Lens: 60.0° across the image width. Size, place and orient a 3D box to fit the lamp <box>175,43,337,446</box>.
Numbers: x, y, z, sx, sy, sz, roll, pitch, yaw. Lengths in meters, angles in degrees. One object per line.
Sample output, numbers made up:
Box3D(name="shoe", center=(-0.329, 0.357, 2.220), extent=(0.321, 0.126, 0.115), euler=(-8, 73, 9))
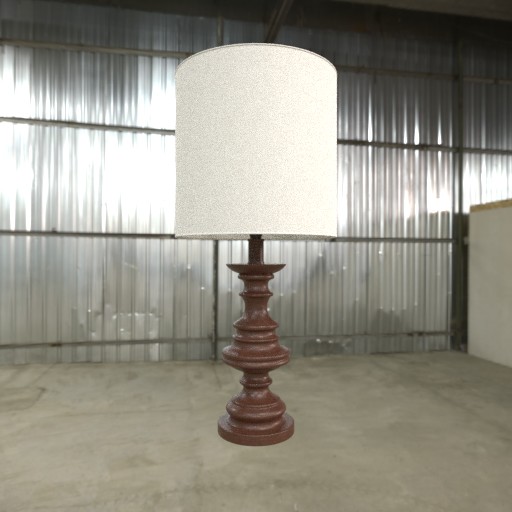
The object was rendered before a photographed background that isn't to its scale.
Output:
Box3D(name="lamp", center=(0.000, 0.000, 0.579), extent=(0.208, 0.455, 0.208), euler=(0, 0, 18))
